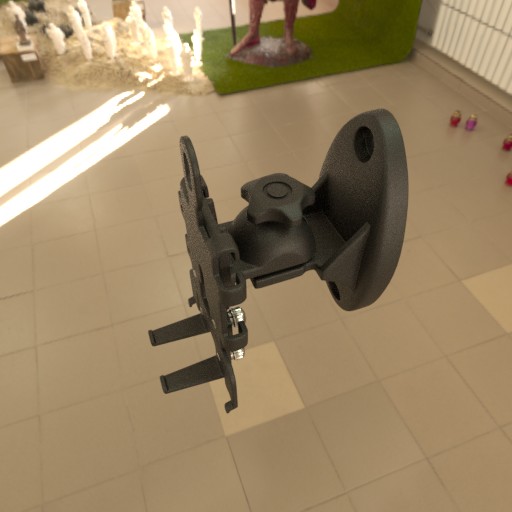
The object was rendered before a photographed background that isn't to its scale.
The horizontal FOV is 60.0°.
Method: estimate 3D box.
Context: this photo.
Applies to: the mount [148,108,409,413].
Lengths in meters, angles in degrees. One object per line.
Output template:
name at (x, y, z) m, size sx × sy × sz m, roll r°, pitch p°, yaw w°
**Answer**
mount at (0.000, 0.000, 0.181) m, size 0.100 × 0.118 × 0.066 m, roll -16°, pitch 48°, yaw -14°
